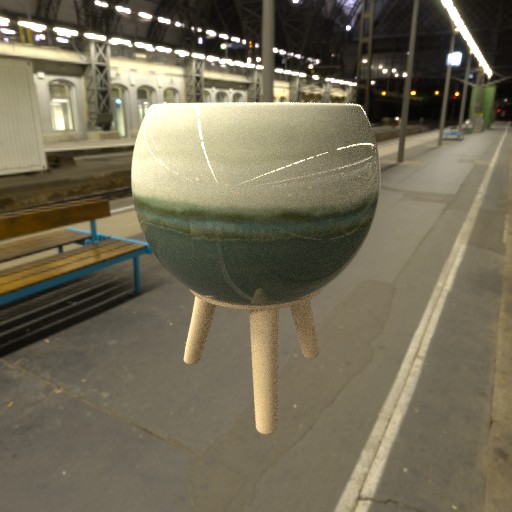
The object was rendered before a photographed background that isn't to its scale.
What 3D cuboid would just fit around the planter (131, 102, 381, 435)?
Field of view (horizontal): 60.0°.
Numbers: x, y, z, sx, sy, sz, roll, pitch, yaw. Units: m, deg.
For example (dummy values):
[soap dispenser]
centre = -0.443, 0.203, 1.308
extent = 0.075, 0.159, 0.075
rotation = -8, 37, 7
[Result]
[planter]
centre = 0.000, 0.000, 0.430
extent = 0.222, 0.278, 0.222
rotation = 0, 18, 0
